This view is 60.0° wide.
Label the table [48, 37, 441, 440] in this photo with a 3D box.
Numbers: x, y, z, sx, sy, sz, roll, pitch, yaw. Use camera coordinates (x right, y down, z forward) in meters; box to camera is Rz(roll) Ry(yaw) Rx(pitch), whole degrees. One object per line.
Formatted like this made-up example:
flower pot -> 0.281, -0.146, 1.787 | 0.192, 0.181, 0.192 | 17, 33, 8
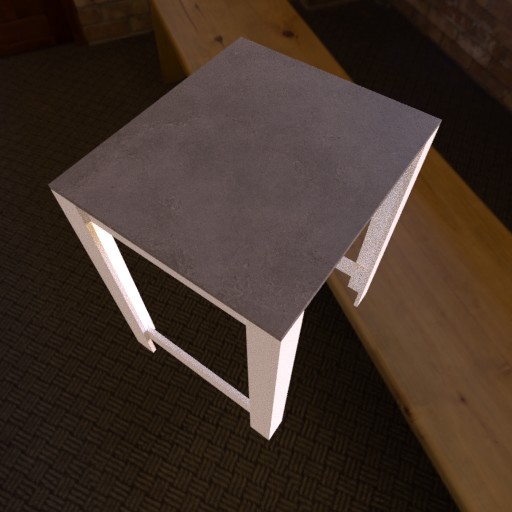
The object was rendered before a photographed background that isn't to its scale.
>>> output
table -> 0.000, 0.000, 1.596 | 0.700, 1.020, 0.800 | 31, 62, 19
